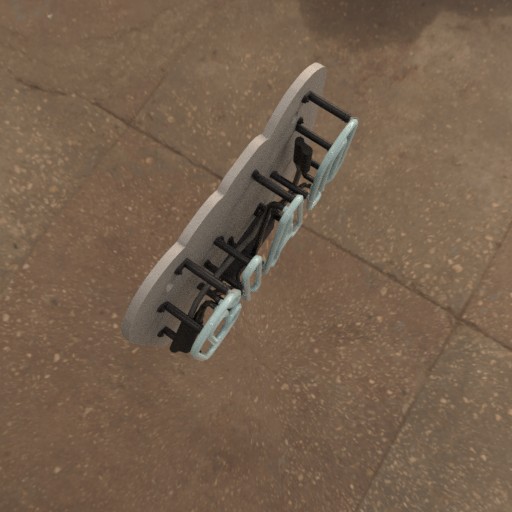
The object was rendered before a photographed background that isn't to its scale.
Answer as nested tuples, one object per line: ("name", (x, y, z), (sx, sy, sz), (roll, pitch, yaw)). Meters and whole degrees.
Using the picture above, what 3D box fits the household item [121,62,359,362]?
("household item", (0.000, 0.000, 0.384), (0.042, 0.294, 0.211), (34, 79, 7))
